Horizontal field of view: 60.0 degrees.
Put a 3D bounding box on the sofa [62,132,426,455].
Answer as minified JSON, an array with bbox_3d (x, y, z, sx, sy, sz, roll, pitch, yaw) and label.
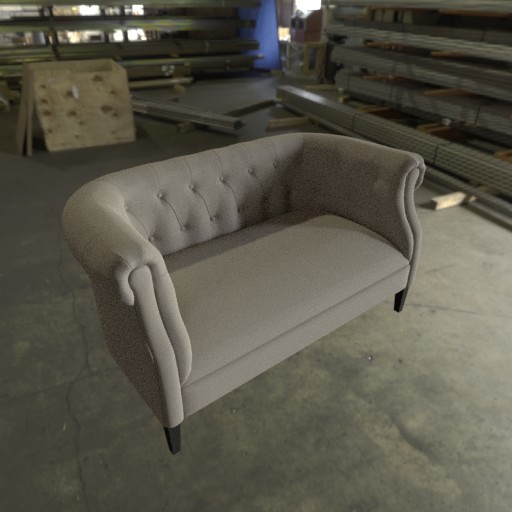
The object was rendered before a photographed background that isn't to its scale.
[{"bbox_3d":[0.000,0.000,2.024,1.558,0.827,0.835,-22,37,-32],"label":"sofa"}]
